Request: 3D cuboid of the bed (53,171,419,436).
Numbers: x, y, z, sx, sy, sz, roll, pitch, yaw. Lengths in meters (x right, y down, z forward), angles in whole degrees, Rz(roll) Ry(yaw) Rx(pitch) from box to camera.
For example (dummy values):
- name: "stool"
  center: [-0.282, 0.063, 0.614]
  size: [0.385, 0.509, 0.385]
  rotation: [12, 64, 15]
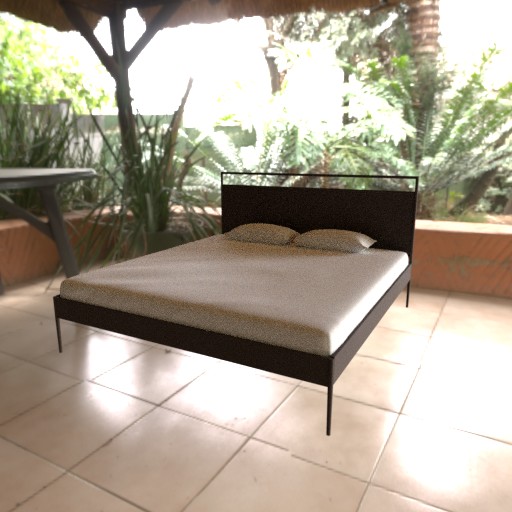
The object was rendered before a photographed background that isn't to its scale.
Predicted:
- name: "bed"
  center: [0.000, 0.000, 3.437]
  size: [1.993, 1.173, 2.151]
  rotation: [7, 15, 28]
